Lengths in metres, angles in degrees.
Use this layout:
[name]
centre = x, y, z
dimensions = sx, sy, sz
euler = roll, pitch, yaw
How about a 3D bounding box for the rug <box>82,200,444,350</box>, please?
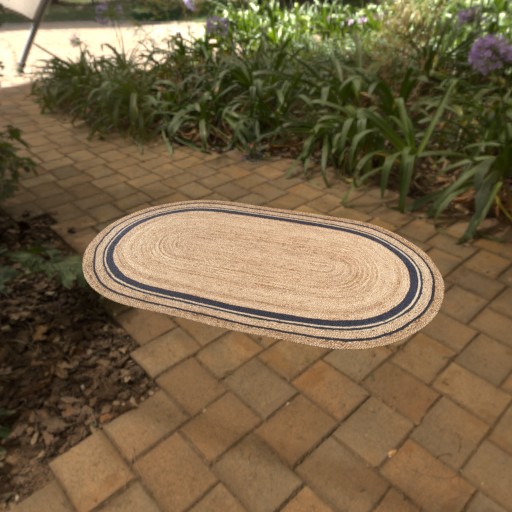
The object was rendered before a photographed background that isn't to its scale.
[rug]
centre = 0.000, 0.000, 3.041
dimensions = 2.432, 0.006, 1.520
euler = 10, 33, 15
